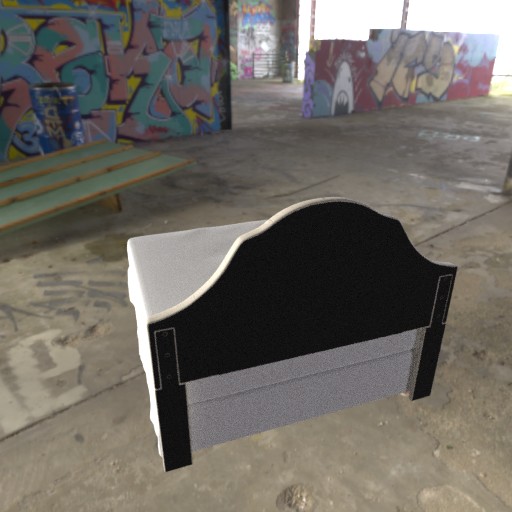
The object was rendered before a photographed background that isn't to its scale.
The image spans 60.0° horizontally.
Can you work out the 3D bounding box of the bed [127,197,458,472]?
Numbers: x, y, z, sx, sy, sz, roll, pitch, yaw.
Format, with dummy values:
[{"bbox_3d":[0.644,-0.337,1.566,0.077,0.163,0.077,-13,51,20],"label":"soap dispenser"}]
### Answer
[{"bbox_3d":[0.000,0.000,3.578,2.008,1.615,2.214,-9,27,-18],"label":"bed"}]
